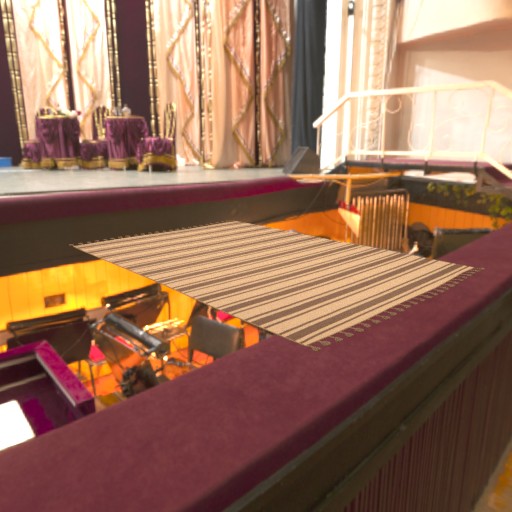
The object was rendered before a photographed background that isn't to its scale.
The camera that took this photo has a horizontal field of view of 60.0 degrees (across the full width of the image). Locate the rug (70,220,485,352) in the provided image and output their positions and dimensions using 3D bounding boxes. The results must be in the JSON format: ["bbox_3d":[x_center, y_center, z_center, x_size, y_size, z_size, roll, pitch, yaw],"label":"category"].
[{"bbox_3d":[0.000,0.000,3.783,2.030,0.017,3.040,-13,19,-41],"label":"rug"}]
